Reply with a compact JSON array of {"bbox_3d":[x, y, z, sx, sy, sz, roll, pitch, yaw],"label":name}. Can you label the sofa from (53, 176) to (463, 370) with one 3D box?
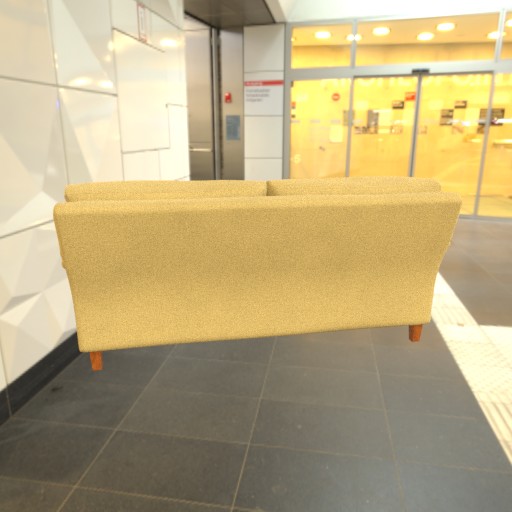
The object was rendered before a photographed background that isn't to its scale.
[{"bbox_3d":[0.000,0.000,2.721,2.070,0.997,1.091,-3,16,-10],"label":"sofa"}]
